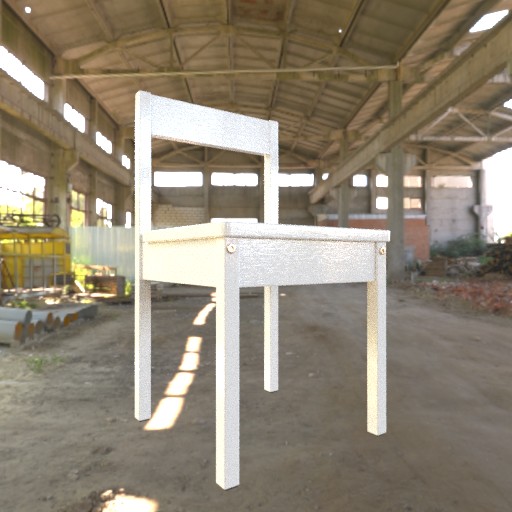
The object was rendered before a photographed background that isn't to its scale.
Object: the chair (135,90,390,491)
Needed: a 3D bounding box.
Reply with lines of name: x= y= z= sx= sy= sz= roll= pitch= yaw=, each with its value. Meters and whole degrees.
chair: x=0.000 y=0.000 z=0.866 sx=0.367 sy=0.668 sz=0.361 roll=0 pitch=0 yaw=-36
